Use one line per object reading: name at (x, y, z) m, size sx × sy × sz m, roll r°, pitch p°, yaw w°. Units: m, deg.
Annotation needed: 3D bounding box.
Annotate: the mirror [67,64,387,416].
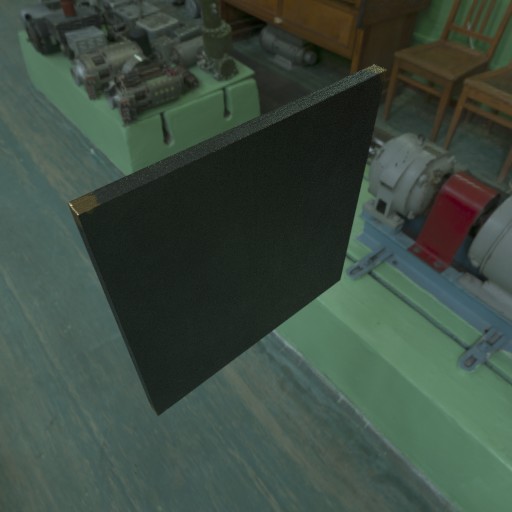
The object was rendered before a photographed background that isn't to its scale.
mirror at (0.000, 0.000, 0.572) m, size 0.382 × 0.381 × 0.020 m, roll -32°, pitch 55°, yaw -26°
